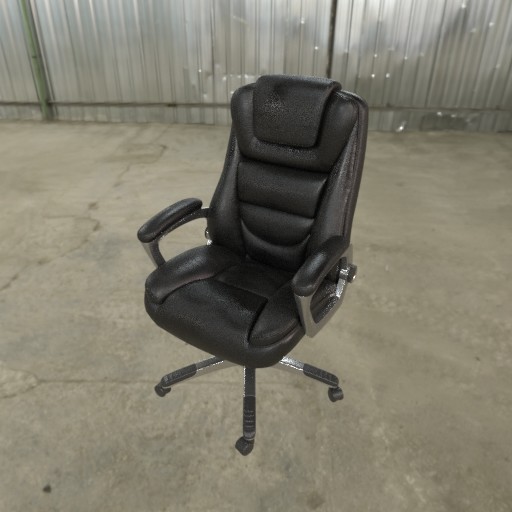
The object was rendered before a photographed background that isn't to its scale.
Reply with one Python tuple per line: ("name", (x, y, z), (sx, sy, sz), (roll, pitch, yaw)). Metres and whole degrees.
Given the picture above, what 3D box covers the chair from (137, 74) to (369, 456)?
("chair", (0.000, 0.000, 1.494), (0.697, 1.075, 0.689), (17, 34, 28))
